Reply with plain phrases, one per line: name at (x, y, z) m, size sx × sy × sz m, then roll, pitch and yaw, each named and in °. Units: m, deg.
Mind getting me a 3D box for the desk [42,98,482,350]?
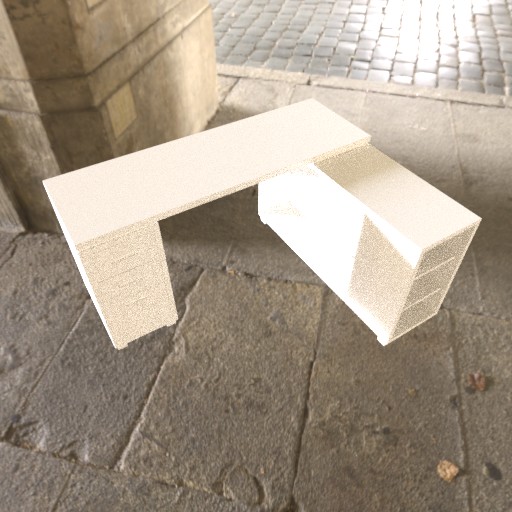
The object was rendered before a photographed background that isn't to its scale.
desk at (0.000, 0.000, 2.198) m, size 1.524 × 0.759 × 1.199 m, roll -24°, pitch 50°, yaw -22°
